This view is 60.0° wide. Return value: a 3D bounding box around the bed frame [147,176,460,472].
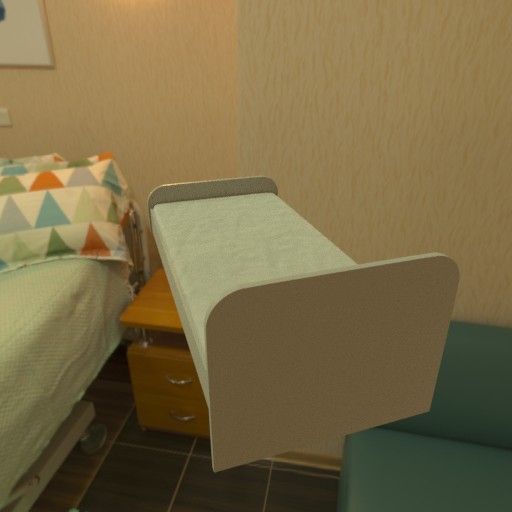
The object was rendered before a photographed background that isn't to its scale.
[{"bbox_3d":[0.000,0.000,2.519,0.998,0.805,1.963,-8,27,-16],"label":"bed frame"}]
